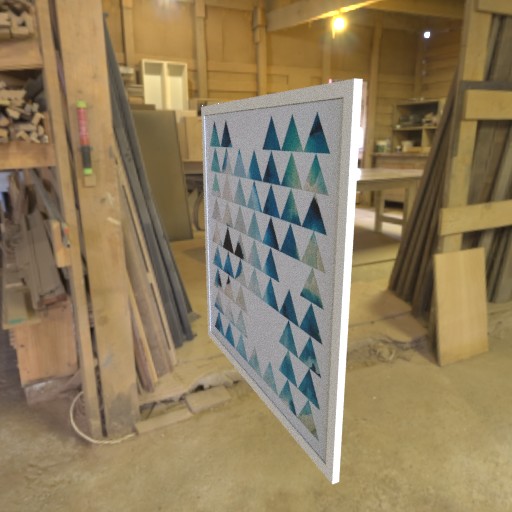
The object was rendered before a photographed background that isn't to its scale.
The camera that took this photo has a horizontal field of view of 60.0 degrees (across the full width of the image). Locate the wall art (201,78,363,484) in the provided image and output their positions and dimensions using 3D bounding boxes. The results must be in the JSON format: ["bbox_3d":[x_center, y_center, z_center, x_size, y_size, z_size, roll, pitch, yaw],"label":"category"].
[{"bbox_3d":[0.000,0.000,0.825,0.012,0.557,0.557,-7,17,-24],"label":"wall art"}]
